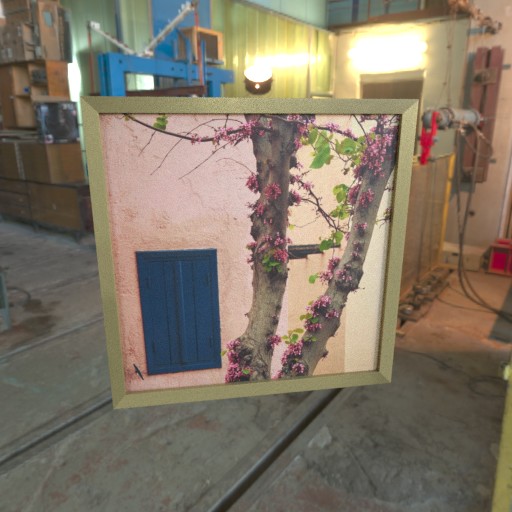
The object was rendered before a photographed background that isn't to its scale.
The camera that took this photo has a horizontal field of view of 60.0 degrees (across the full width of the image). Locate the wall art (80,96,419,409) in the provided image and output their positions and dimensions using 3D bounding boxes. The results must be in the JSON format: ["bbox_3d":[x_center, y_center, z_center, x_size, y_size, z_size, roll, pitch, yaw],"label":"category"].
[{"bbox_3d":[0.000,0.000,0.455,0.304,0.305,0.038,-3,17,-9],"label":"wall art"}]
